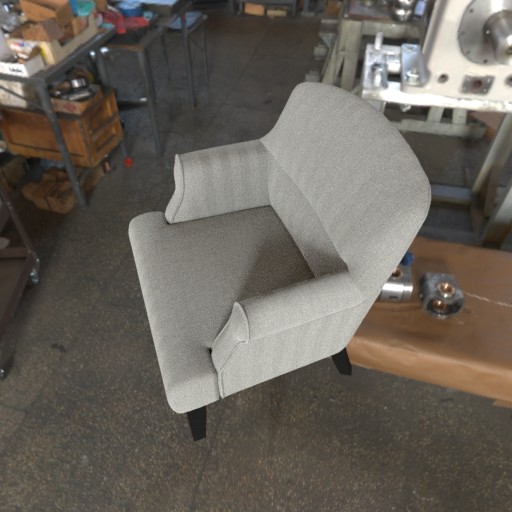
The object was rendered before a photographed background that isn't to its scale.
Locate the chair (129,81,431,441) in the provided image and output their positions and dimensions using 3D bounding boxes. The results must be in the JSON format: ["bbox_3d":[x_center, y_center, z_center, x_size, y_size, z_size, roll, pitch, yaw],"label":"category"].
[{"bbox_3d":[0.000,0.000,1.440,0.755,0.880,0.772,-15,48,-13],"label":"chair"}]
